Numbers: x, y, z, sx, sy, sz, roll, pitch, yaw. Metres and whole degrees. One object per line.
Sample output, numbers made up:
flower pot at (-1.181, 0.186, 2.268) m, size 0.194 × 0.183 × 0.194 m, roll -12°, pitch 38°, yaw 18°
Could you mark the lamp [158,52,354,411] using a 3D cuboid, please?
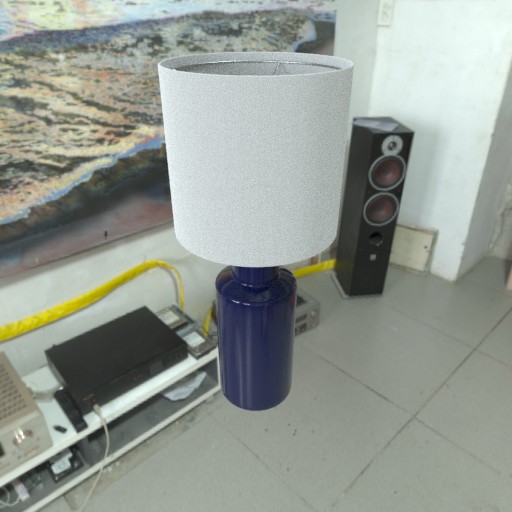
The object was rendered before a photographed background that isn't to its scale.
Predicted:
lamp at (0.000, 0.000, 0.610) m, size 0.212 × 0.493 × 0.212 m, roll 9°, pitch 31°, yaw 15°
